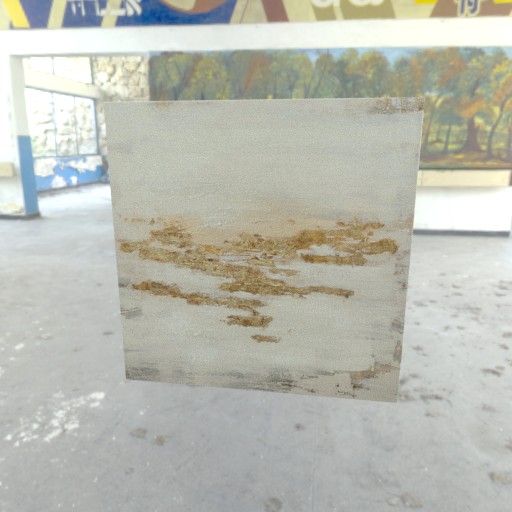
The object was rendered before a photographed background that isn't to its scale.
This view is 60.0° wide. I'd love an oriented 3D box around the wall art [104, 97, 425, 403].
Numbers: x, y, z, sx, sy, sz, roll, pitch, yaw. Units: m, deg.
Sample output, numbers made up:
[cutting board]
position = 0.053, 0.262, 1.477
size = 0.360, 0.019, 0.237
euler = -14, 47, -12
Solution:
[wall art]
position = 0.000, 0.000, 1.530
size = 1.015, 1.018, 0.040
euler = 2, 15, 9
